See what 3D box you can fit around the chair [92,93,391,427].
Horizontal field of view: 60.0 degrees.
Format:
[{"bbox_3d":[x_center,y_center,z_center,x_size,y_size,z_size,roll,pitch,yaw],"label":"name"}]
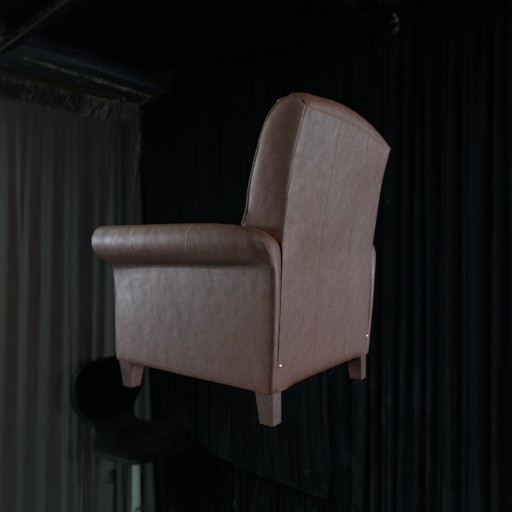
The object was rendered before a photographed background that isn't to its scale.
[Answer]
[{"bbox_3d":[0.000,0.000,1.851,0.902,1.061,0.978,0,0,37],"label":"chair"}]
